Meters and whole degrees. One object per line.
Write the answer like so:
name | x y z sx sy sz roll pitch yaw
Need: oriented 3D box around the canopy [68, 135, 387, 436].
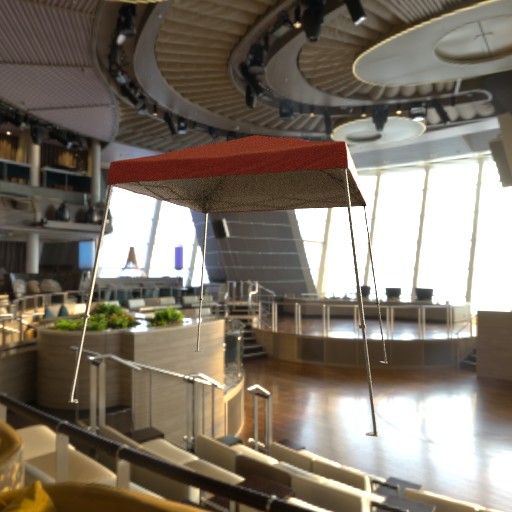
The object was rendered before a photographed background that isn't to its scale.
canopy | 0.000 0.000 6.555 3.599 3.600 3.600 -1 -2 18
